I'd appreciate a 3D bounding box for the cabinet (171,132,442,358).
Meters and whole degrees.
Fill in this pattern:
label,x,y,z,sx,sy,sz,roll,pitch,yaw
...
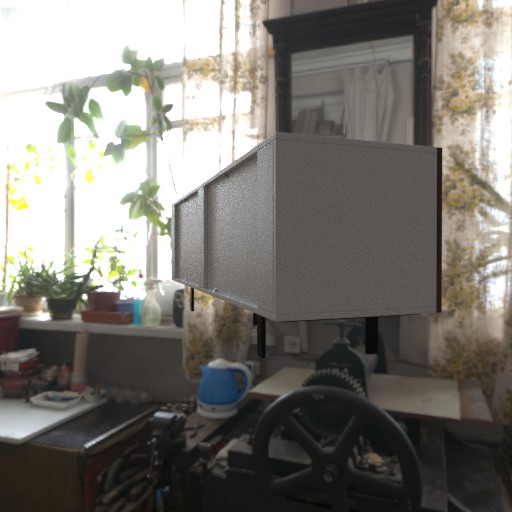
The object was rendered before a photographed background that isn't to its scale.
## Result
label,x,y,z,sx,sy,sz,roll,pitch,yaw
cabinet,0.000,0.000,1.707,0.431,0.533,1.499,0,1,-19
